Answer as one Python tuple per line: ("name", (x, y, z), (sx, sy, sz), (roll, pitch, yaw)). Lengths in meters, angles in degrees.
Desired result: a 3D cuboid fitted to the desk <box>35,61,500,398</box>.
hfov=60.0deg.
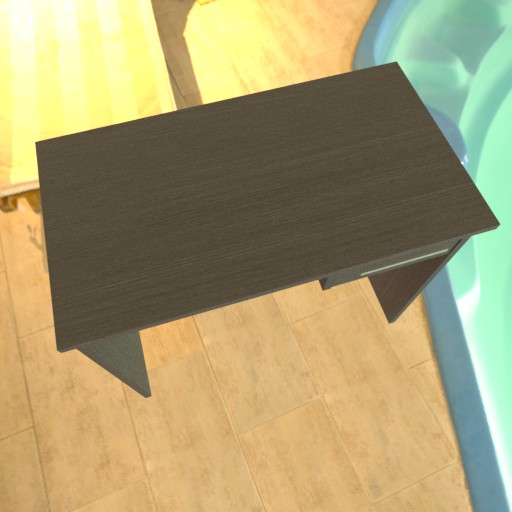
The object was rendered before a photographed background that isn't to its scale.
("desk", (0.000, 0.000, 1.277), (0.893, 0.724, 0.498), (-15, 65, -7))
